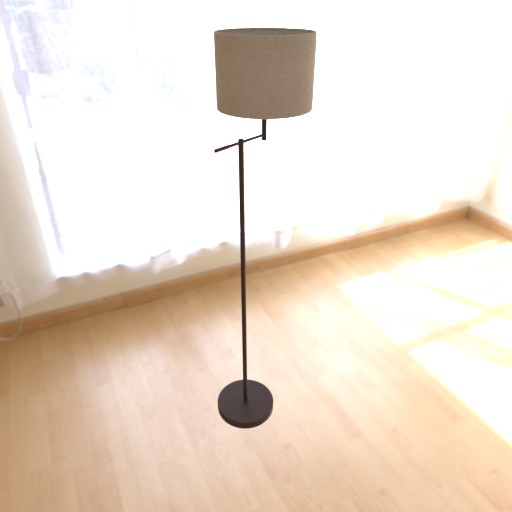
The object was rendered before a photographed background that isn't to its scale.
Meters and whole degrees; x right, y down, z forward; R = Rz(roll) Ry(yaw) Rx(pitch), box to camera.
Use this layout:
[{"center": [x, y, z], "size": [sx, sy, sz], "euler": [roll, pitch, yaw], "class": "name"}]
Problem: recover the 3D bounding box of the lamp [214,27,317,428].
[{"center": [0.000, 0.000, 1.768], "size": [0.324, 1.600, 0.416], "euler": [23, 37, 33], "class": "lamp"}]
